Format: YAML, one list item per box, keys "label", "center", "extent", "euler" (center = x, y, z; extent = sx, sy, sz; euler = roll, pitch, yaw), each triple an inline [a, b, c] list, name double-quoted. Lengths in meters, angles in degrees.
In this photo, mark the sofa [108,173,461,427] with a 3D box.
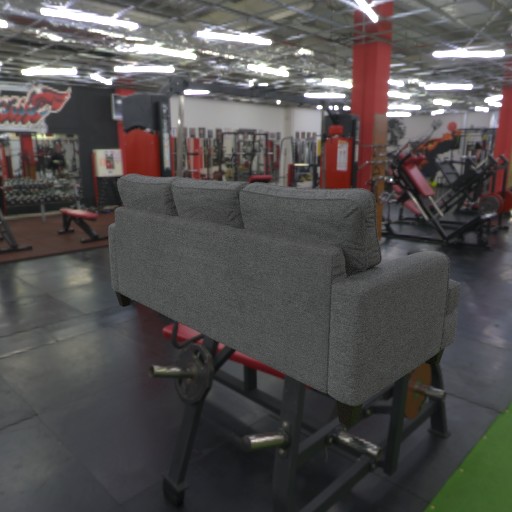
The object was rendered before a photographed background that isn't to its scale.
- label: "sofa"
  center: [0.000, 0.000, 2.726]
  extent: [0.951, 0.965, 2.158]
  euler: [-12, 18, -42]
